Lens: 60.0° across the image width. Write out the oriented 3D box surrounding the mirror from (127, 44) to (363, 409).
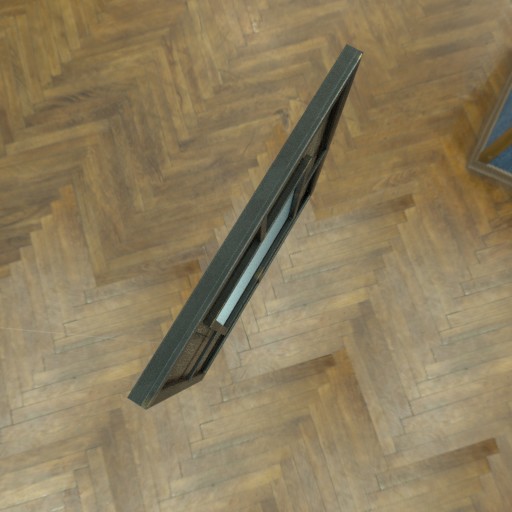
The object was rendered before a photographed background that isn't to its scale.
[{"bbox_3d":[0.000,0.000,0.580,0.020,0.381,0.382,30,79,6],"label":"mirror"}]
